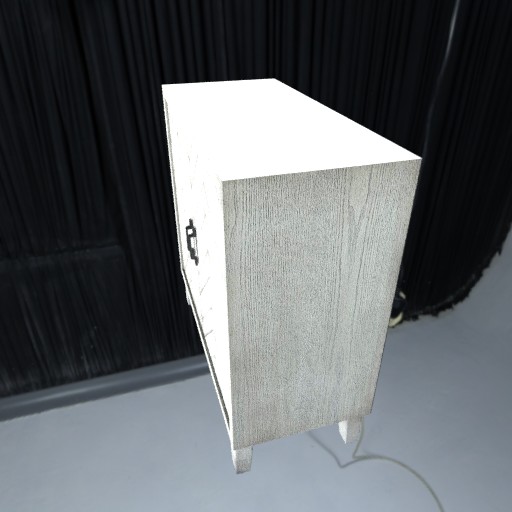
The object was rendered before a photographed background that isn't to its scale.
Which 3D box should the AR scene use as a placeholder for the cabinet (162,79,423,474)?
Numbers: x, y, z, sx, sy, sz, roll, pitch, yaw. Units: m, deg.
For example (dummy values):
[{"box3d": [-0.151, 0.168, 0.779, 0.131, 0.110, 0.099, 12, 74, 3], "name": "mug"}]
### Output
[{"box3d": [0.000, 0.000, 1.239, 0.370, 0.787, 0.781, -9, 33, -14], "name": "cabinet"}]
